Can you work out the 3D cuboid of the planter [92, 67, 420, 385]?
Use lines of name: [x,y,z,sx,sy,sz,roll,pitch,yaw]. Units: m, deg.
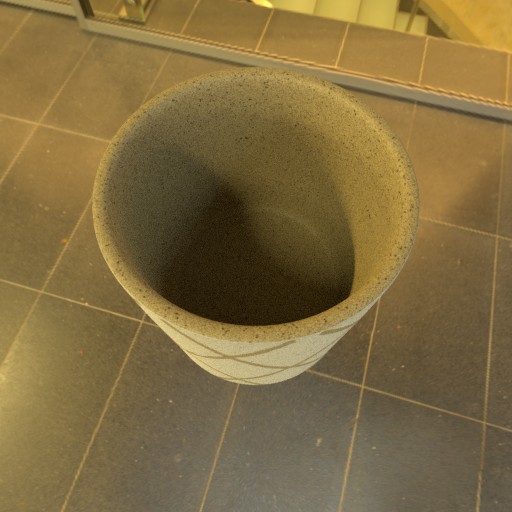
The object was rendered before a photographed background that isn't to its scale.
planter: [0.000,0.000,0.349,0.191,0.199,0.191,0,64,0]
